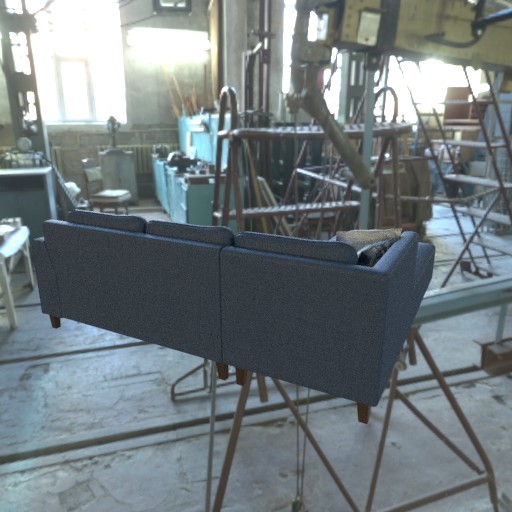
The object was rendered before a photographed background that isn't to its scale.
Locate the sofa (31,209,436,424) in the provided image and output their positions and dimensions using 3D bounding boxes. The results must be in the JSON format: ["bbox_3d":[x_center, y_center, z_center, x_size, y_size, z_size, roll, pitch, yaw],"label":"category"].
[{"bbox_3d":[0.000,0.000,3.041,2.120,0.787,1.829,9,19,26],"label":"sofa"}]
